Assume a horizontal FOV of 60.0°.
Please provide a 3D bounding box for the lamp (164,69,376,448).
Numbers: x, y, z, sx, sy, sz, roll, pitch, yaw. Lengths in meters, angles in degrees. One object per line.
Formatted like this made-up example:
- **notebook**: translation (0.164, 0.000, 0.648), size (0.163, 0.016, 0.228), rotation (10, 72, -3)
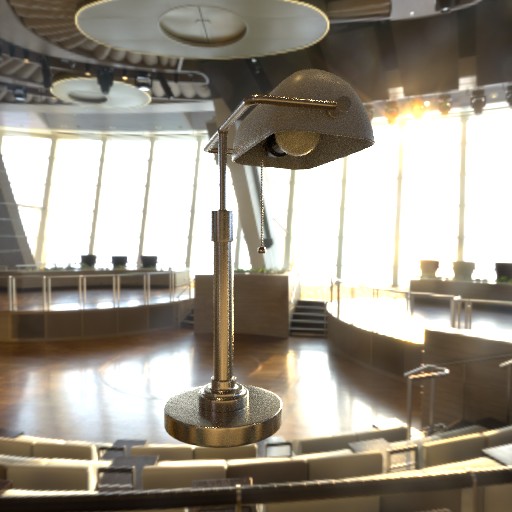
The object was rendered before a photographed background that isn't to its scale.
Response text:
- **lamp**: translation (0.000, 0.000, 0.549), size (0.227, 0.404, 0.269), rotation (-1, 2, -16)
